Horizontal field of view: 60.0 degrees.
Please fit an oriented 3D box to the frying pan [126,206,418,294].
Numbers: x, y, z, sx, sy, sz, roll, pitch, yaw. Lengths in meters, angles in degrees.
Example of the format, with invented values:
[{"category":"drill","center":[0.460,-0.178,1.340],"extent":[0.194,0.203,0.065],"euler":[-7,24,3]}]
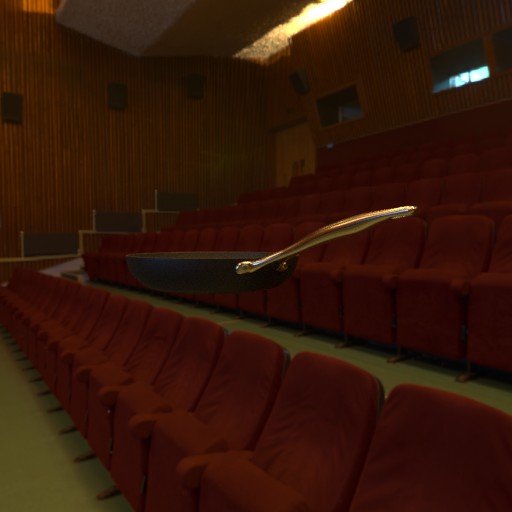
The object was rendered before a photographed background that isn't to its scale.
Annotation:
[{"category":"frying pan","center":[0.000,0.000,0.581],"extent":[0.255,0.105,0.472],"euler":[-2,3,-36]}]
